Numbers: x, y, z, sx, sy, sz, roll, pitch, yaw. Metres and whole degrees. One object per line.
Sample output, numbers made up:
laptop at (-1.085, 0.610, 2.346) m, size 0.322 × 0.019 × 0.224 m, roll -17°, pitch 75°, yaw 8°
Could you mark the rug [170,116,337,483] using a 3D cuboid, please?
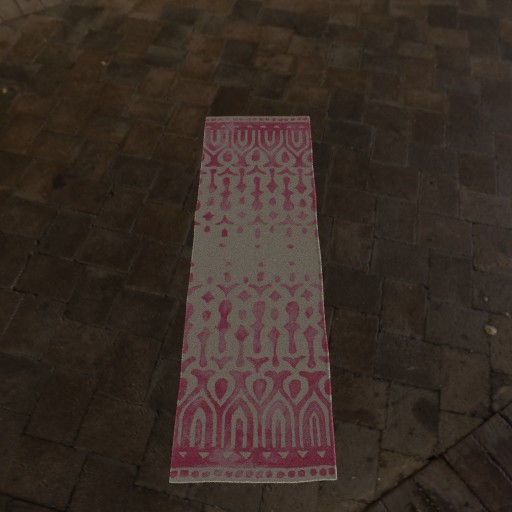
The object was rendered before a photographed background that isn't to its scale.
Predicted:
rug at (0.000, 0.000, 2.683) m, size 0.787 × 0.011 × 2.458 m, roll 1°, pitch 59°, yaw 0°
